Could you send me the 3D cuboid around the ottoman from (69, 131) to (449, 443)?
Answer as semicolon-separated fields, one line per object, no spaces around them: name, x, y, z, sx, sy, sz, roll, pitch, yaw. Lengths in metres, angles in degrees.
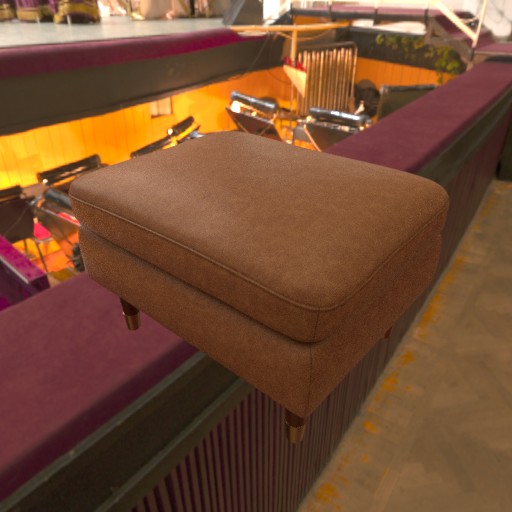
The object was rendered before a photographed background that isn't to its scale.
ottoman;0.000;0.000;1.106;0.747;0.478;0.593;23;38;33
